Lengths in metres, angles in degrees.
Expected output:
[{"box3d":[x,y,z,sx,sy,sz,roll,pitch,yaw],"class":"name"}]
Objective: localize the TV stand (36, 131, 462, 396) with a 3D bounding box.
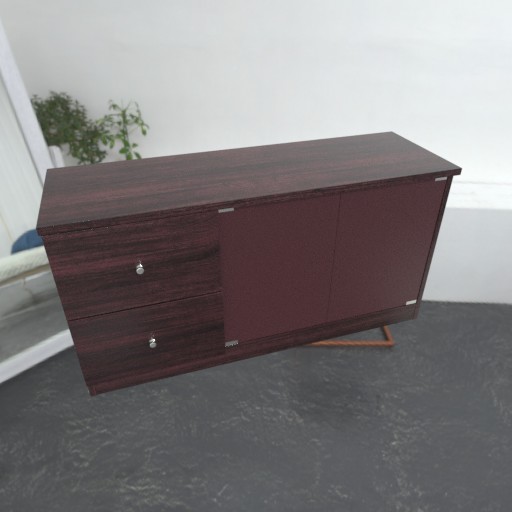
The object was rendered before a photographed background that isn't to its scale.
[{"box3d":[0.000,0.000,1.493,1.192,0.614,0.404,-10,34,-15],"class":"TV stand"}]
